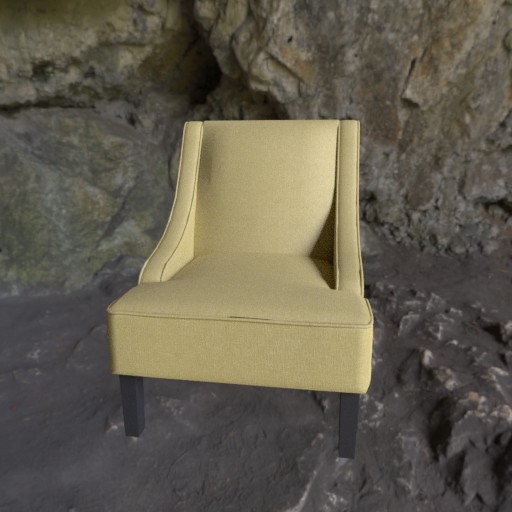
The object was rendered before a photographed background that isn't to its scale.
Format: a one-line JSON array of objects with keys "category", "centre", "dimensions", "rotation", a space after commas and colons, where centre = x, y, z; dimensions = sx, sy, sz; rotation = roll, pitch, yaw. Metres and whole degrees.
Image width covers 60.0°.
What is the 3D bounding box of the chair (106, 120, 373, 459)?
[{"category": "chair", "centre": [0.000, 0.000, 1.465], "dimensions": [0.696, 0.896, 0.814], "rotation": [2, 14, 8]}]
